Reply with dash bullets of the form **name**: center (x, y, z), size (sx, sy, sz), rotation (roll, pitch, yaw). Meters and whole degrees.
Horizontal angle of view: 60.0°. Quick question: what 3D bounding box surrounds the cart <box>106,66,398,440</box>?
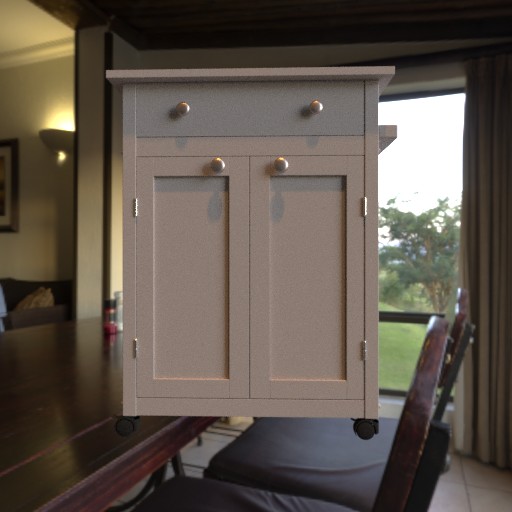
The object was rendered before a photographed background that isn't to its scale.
- **cart**: center (0.000, 0.000, 1.240), size (0.683, 0.864, 0.442), rotation (0, 0, 2)
